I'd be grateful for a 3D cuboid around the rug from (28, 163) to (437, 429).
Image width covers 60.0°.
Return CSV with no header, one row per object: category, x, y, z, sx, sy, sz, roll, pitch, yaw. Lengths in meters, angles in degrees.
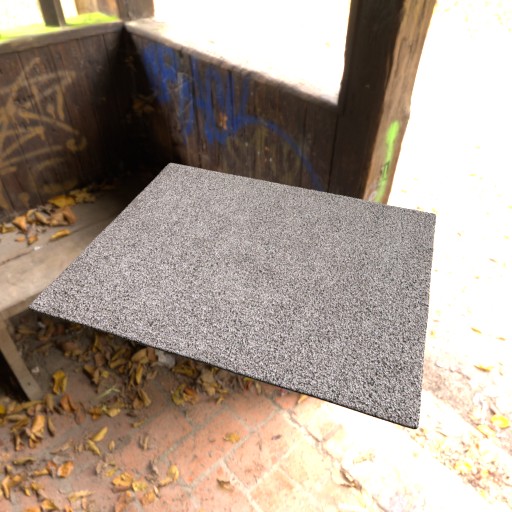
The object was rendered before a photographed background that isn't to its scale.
rug,0.000,0.000,4.036,3.047,0.029,2.438,13,43,15
